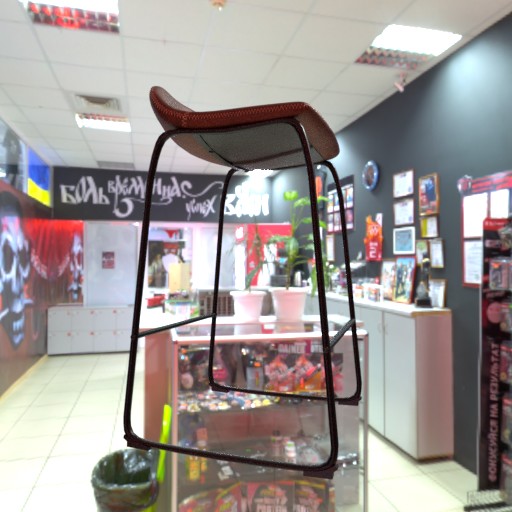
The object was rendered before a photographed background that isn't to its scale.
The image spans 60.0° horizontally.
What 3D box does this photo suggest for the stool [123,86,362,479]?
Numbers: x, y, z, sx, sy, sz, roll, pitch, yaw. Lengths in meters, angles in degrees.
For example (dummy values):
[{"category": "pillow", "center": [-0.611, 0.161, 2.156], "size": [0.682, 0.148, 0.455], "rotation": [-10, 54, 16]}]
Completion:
[{"category": "stool", "center": [0.000, 0.000, 1.105], "size": [0.473, 0.830, 0.454], "rotation": [0, -1, 19]}]
